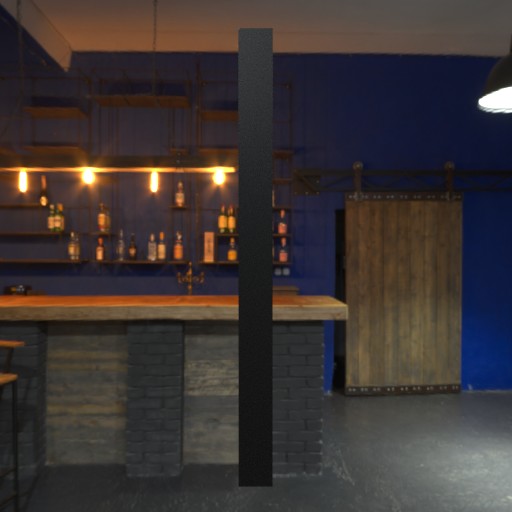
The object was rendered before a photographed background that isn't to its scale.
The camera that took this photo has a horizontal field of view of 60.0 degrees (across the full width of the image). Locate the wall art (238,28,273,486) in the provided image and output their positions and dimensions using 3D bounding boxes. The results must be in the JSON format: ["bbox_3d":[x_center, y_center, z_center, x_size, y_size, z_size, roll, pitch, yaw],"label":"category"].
[{"bbox_3d":[0.000,0.000,0.742,0.038,0.506,0.506,0,1,0],"label":"wall art"}]
